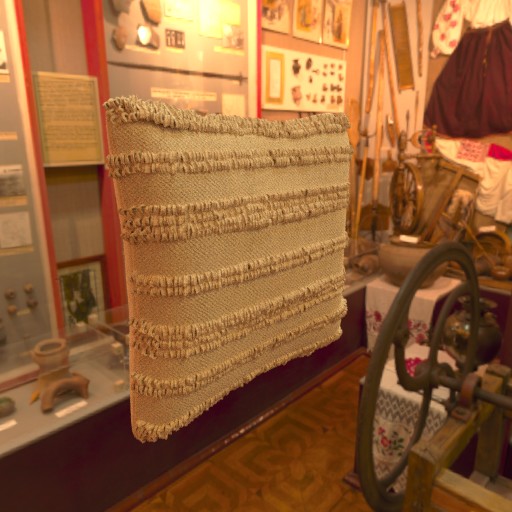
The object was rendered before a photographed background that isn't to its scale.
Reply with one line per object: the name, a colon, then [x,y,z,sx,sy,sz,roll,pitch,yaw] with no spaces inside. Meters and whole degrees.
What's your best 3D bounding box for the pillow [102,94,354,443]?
pillow: [0.000,0.000,0.652,0.145,0.427,0.437,15,21,43]
